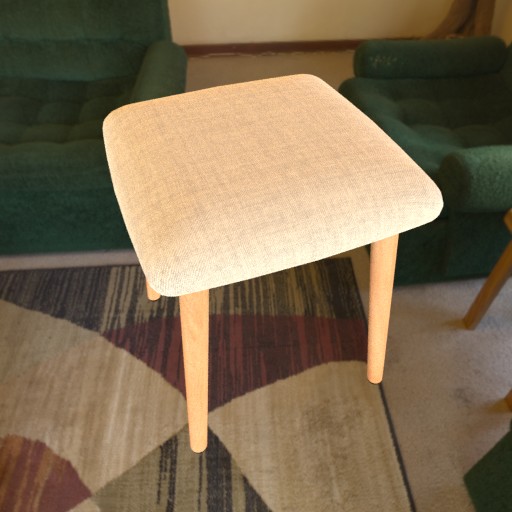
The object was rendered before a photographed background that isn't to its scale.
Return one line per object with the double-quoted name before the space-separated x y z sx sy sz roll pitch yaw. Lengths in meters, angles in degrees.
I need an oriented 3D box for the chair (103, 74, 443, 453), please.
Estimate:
"chair" 0.000 0.000 0.682 0.350 0.440 0.350 -16 48 -15
